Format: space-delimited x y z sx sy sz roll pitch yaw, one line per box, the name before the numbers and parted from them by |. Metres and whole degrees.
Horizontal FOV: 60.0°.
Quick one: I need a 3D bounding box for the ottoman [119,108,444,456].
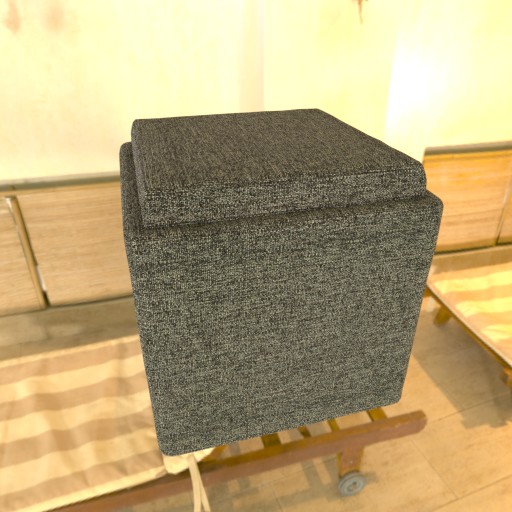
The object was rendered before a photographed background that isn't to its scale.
ottoman | 0.000 0.000 0.838 0.450 0.463 0.450 -8 31 -14
